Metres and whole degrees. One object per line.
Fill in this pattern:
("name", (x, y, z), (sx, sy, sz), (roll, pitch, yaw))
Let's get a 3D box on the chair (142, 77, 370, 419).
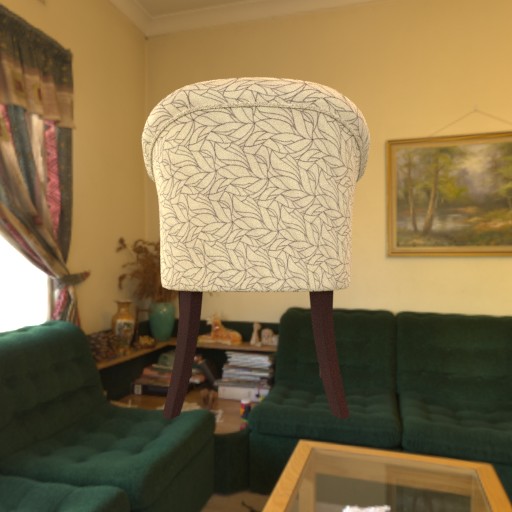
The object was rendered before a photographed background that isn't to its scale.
("chair", (0.000, 0.000, 1.332), (0.686, 0.858, 0.613), (0, 0, 0))
